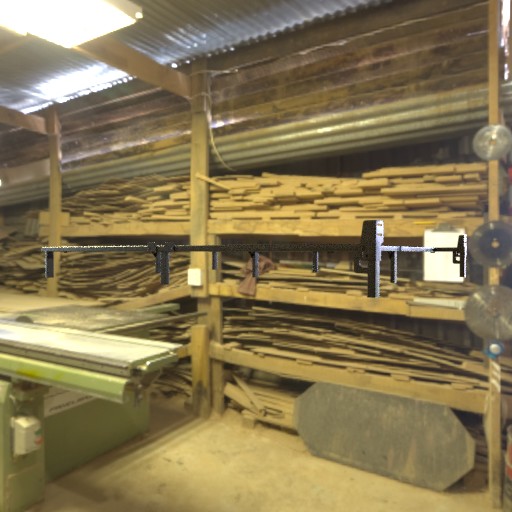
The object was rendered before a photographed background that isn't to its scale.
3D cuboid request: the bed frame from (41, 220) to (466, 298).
[{"bbox_3d":[0.000,0.000,2.588,1.990,0.248,1.498,0,1,35],"label":"bed frame"}]
